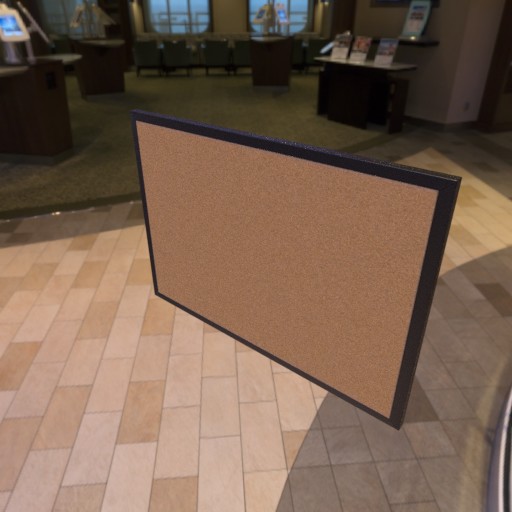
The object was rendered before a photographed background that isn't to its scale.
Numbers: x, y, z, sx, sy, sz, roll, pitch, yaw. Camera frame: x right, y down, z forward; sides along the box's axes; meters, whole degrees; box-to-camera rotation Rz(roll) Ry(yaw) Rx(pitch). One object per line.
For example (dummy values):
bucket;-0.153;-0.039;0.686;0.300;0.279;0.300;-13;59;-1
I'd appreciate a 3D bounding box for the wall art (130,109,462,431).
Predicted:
wall art;0.000;0.000;0.567;0.440;0.306;0.013;22;36;33
